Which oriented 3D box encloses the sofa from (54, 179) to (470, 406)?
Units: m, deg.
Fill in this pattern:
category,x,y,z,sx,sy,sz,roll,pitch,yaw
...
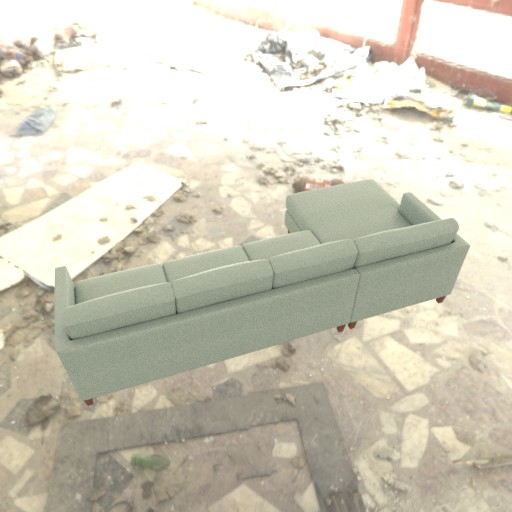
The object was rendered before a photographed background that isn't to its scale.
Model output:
category,x,y,z,sx,sy,sz,roll,pitch,yaw
sofa,0.000,0.000,4.177,3.470,0.953,1.600,-13,43,-14
